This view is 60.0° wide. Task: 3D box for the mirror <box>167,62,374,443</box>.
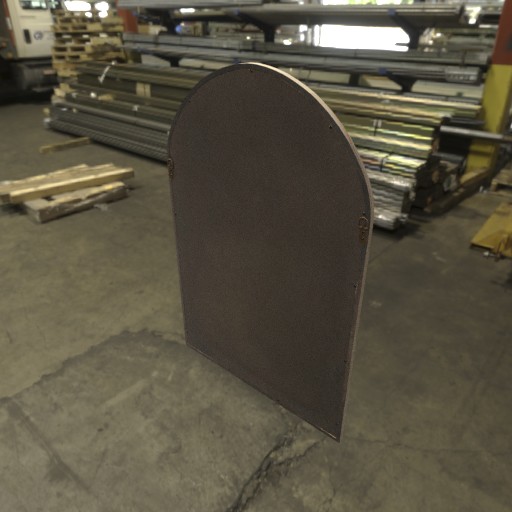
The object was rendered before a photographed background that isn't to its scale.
[{"bbox_3d":[0.000,0.000,1.139,0.609,0.915,0.032,23,37,34],"label":"mirror"}]
